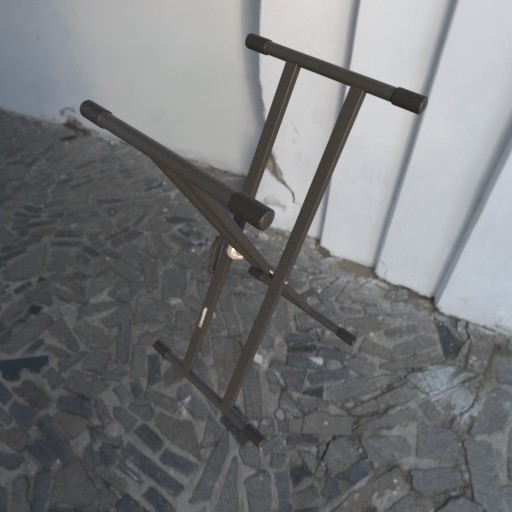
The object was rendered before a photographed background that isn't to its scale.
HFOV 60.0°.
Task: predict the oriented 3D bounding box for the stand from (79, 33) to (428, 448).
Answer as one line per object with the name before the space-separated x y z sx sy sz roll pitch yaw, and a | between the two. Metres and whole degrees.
stand | 0.000 0.000 1.197 0.495 0.900 0.503 34 56 28
